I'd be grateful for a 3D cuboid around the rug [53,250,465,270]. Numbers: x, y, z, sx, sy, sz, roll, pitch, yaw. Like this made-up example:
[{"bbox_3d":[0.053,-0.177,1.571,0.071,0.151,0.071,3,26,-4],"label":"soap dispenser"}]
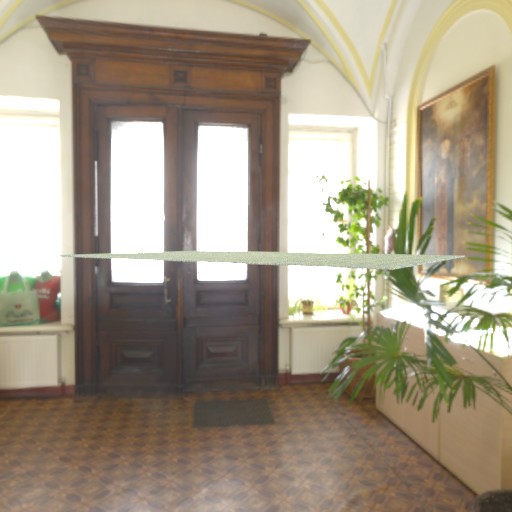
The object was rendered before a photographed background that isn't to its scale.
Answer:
[{"bbox_3d":[0.000,0.000,2.251,1.752,0.006,1.142,2,3,35],"label":"rug"}]
